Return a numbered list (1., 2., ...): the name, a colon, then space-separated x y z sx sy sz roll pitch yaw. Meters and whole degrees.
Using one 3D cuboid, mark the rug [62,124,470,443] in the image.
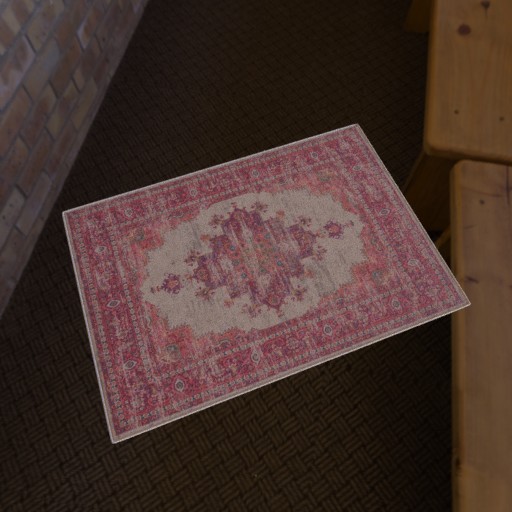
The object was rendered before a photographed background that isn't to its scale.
1. rug: 0.000 0.000 3.688 2.878 0.014 2.005 -19 65 -9
